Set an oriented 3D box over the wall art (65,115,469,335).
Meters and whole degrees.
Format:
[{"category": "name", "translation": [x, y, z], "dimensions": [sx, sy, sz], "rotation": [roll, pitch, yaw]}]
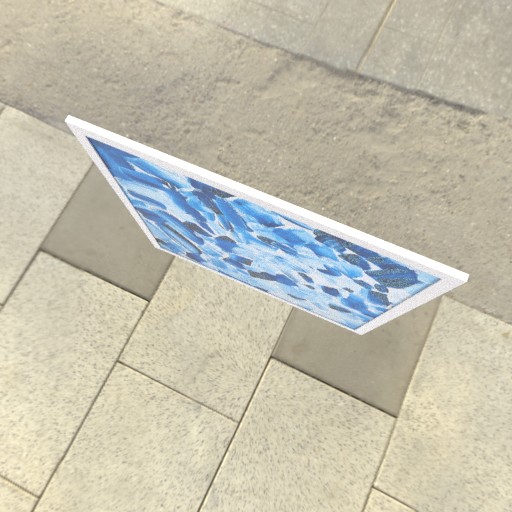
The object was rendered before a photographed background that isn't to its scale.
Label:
[{"category": "wall art", "translation": [0.000, 0.000, 1.214], "dimensions": [0.812, 0.812, 0.015], "rotation": [23, 75, 7]}]
